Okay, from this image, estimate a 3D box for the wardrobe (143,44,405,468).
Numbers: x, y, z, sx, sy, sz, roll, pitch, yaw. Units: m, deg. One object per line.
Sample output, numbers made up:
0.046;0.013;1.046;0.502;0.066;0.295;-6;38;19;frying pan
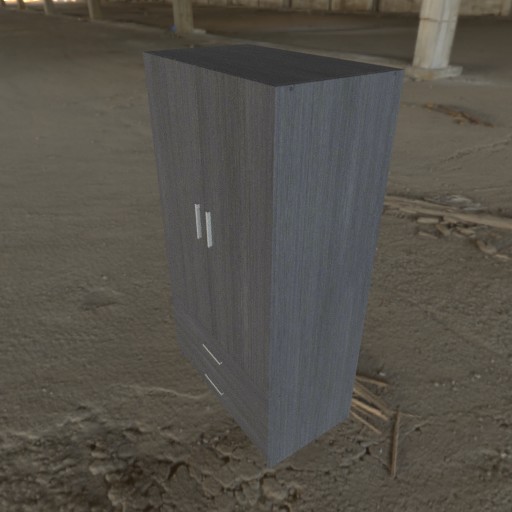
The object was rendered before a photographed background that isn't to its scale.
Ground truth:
0.000;0.000;2.214;0.577;1.808;0.991;-20;36;-29;wardrobe
